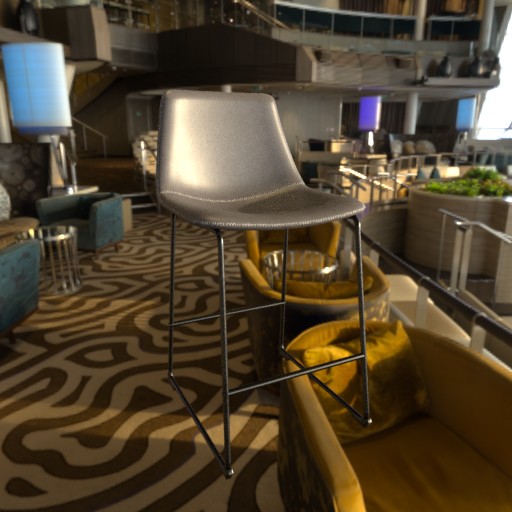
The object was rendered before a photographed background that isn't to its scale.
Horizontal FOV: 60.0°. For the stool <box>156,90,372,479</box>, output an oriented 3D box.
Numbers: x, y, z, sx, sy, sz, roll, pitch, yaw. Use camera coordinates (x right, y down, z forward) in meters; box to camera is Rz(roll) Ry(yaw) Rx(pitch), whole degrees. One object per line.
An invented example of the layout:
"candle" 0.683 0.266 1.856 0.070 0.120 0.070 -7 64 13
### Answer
"stool" 0.000 0.000 1.206 0.470 0.876 0.546 -8 18 -26
